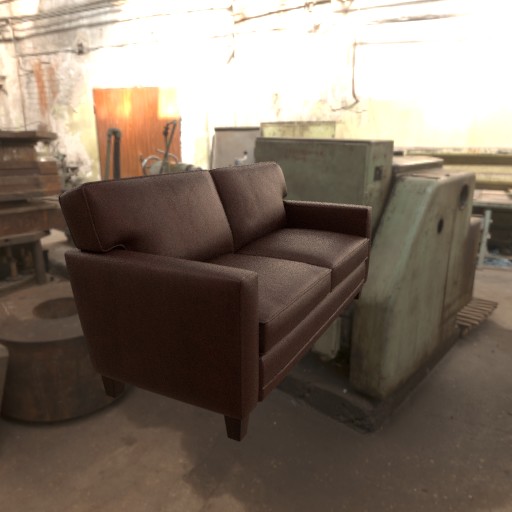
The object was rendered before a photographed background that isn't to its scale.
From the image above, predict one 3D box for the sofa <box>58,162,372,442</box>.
[{"bbox_3d":[0.000,0.000,2.436,0.912,0.928,1.876,8,17,26],"label":"sofa"}]
